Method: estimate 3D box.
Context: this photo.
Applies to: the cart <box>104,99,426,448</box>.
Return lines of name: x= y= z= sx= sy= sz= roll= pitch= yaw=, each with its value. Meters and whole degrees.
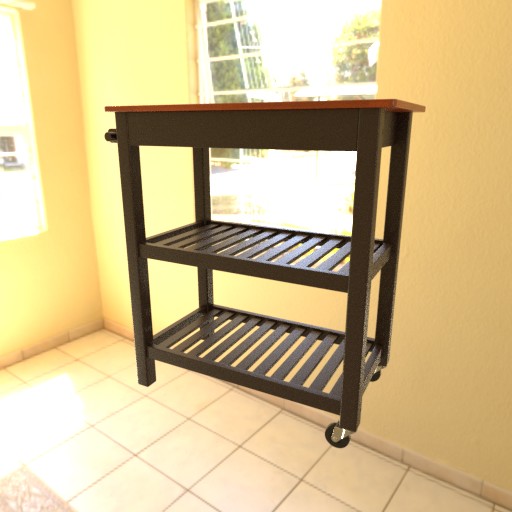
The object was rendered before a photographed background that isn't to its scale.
cart: x=0.000 y=0.000 z=1.450 sx=0.899 sy=0.927 sz=0.457 roll=8 pitch=19 yaw=26
